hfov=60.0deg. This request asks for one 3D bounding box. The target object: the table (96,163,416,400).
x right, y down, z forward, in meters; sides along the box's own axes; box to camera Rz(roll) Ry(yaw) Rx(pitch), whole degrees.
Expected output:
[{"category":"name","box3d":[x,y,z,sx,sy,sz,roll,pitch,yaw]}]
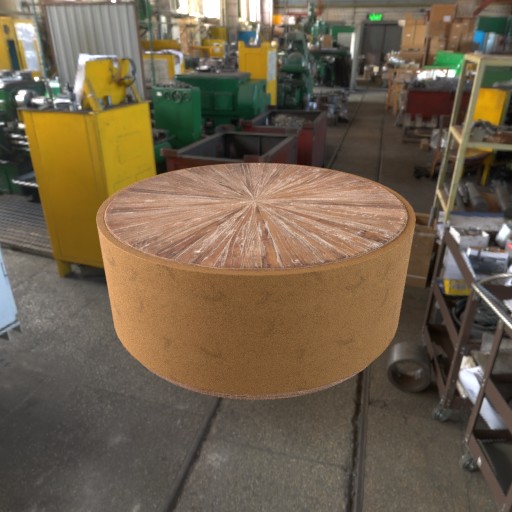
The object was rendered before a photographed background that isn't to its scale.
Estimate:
[{"category":"table","box3d":[0.000,0.000,1.547,1.001,0.409,1.001,0,26,0]}]
